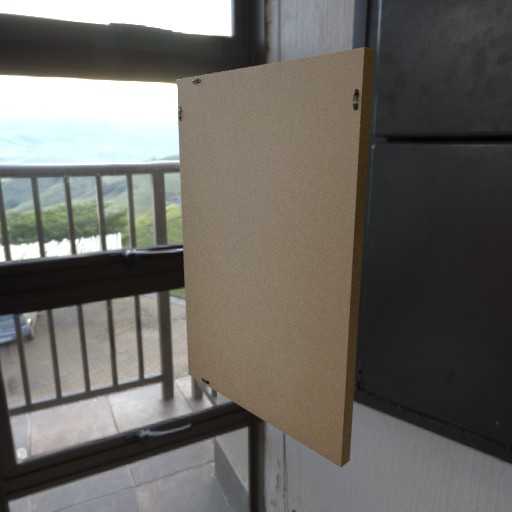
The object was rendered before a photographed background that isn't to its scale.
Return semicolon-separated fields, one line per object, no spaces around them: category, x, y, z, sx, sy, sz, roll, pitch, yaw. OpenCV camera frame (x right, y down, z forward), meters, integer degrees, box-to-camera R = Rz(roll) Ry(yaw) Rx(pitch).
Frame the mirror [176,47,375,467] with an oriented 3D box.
mirror;0.000;0.000;1.155;0.040;0.915;0.609;-14;20;-43
